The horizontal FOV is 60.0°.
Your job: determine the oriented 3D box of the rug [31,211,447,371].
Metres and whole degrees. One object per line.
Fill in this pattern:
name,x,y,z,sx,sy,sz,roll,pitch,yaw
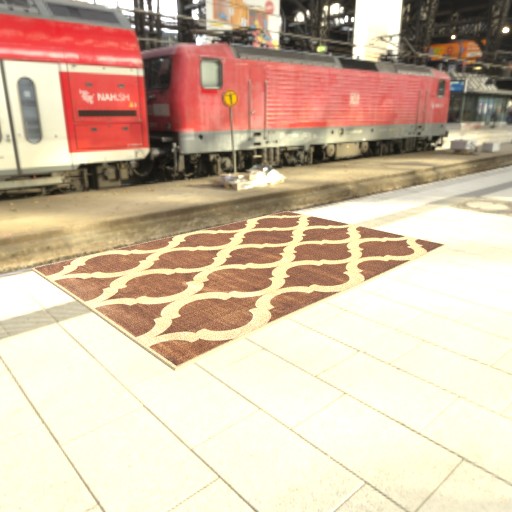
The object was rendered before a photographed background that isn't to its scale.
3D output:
rug,0.000,0.000,2.889,2.290,0.014,1.526,-17,25,-41
